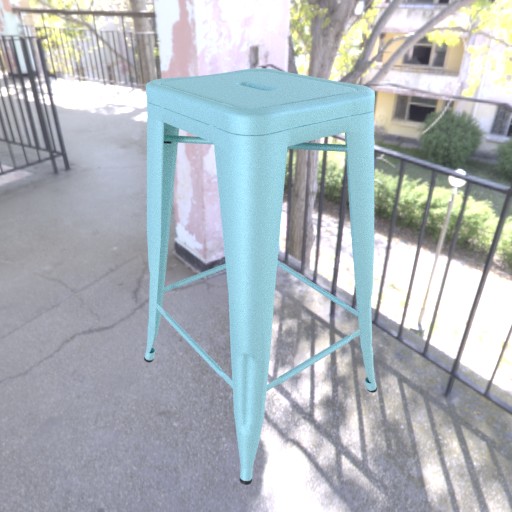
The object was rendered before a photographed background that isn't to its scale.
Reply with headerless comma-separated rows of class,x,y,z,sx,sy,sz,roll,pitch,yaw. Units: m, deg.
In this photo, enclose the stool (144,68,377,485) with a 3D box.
stool,0.000,0.000,0.831,0.359,0.609,0.399,-22,37,-32
